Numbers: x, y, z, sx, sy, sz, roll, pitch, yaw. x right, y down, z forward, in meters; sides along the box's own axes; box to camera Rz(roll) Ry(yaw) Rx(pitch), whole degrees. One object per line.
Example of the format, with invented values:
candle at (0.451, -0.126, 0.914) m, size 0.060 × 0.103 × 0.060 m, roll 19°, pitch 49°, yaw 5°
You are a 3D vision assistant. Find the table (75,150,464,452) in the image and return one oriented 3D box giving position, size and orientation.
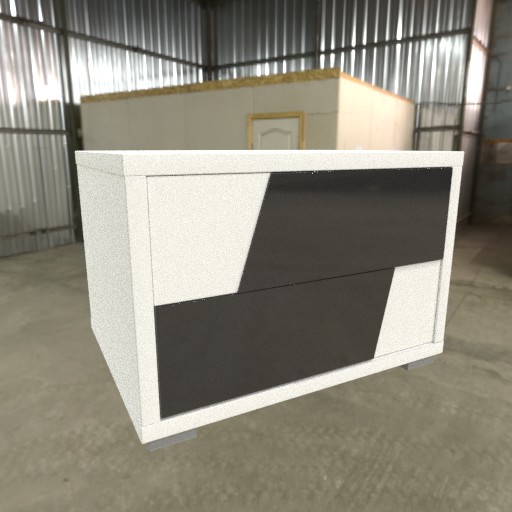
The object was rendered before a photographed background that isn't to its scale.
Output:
table at (0.000, 0.000, 0.777) m, size 0.517 × 0.357 × 0.399 m, roll -7°, pitch 16°, yaw -27°
